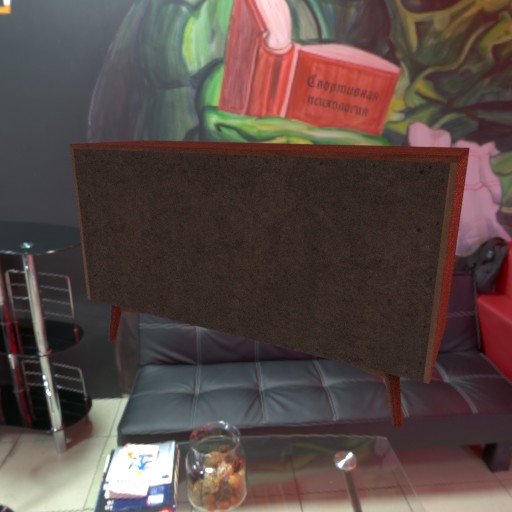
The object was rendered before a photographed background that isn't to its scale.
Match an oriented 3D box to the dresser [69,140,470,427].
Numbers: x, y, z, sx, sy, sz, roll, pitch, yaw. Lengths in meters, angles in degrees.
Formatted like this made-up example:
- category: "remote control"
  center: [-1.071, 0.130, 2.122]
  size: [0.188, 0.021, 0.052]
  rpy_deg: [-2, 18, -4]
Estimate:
- category: "dresser"
  center: [0.000, 0.000, 1.834]
  size: [1.472, 0.889, 0.500]
  rpy_deg: [9, 19, 27]
